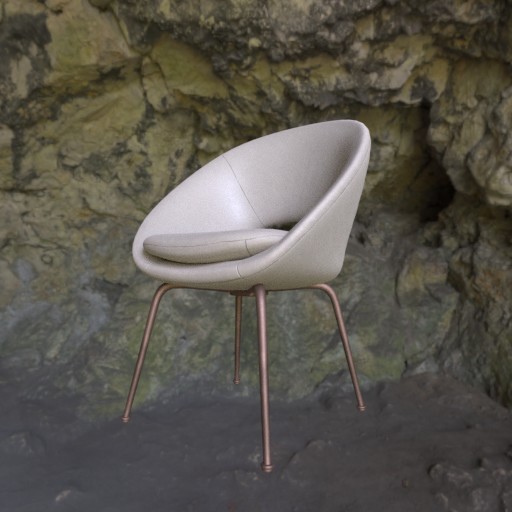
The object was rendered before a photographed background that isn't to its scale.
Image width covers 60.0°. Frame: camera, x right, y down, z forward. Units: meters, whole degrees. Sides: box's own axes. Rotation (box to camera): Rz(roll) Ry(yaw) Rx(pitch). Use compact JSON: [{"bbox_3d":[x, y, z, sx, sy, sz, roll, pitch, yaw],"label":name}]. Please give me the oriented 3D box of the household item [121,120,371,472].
[{"bbox_3d":[0.000,0.000,1.228,0.623,0.852,0.573,-1,-1,37],"label":"household item"}]
